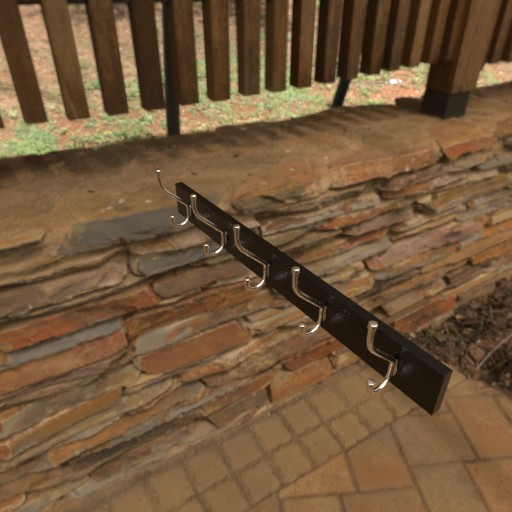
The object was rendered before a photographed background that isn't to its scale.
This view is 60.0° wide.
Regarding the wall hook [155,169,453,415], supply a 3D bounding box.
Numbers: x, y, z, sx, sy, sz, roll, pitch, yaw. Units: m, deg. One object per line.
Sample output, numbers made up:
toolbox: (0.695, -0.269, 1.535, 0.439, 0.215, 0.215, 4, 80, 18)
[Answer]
wall hook: (0.000, 0.000, 0.618, 0.071, 0.117, 0.571, -21, 39, -29)
